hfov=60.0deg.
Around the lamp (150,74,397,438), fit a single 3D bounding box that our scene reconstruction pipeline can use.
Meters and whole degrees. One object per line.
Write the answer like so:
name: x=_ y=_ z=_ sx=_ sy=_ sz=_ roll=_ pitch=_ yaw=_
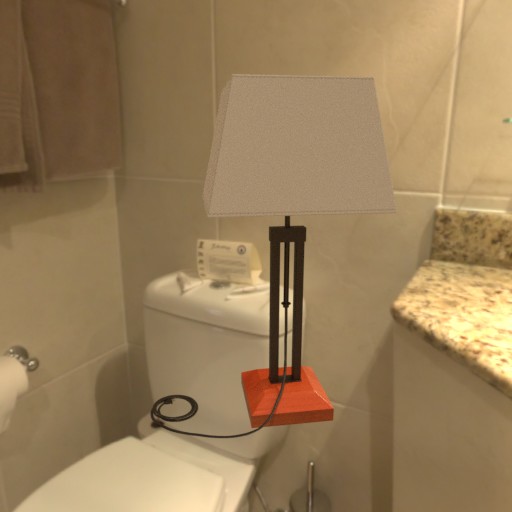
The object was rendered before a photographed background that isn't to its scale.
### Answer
lamp: x=0.000 y=0.000 z=0.982 sx=0.498 sy=0.737 sz=0.310 roll=-2 pitch=15 yaw=-8
